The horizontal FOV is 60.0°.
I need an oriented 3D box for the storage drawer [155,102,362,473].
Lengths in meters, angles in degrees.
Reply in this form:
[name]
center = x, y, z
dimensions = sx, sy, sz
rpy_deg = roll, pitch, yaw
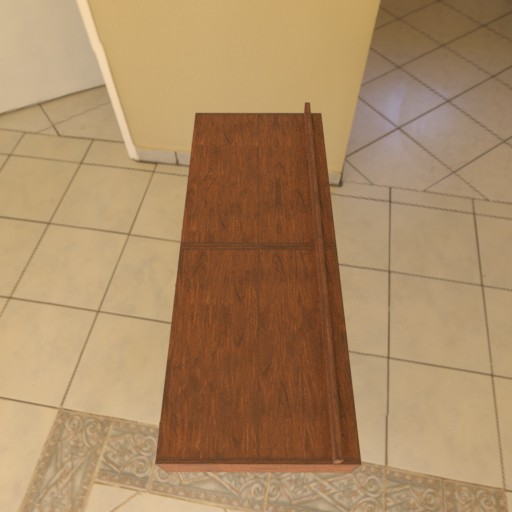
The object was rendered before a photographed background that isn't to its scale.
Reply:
[storage drawer]
center = 0.000, 0.000, 2.204
dimensions = 0.774, 0.339, 1.914
rpy_deg = 0, 57, 0
